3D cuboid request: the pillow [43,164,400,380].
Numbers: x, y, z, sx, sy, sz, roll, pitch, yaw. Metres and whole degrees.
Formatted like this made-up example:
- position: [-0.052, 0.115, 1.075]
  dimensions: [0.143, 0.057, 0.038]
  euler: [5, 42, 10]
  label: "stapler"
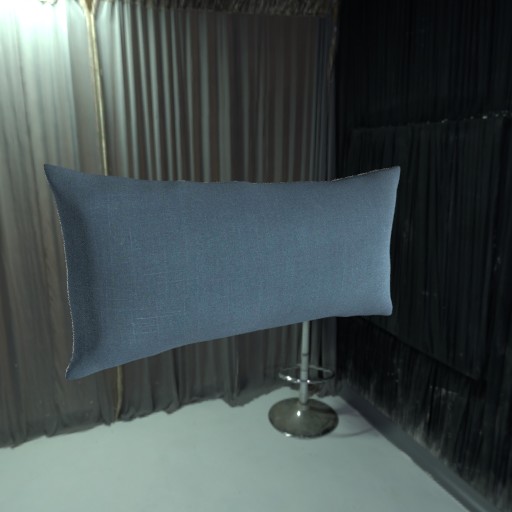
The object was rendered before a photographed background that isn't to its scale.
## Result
- position: [0.000, 0.000, 0.732]
  dimensions: [0.609, 0.305, 0.151]
  euler: [-7, 15, -26]
  label: "pillow"
